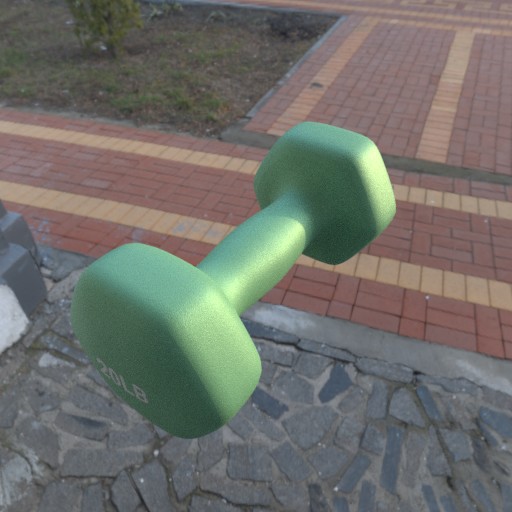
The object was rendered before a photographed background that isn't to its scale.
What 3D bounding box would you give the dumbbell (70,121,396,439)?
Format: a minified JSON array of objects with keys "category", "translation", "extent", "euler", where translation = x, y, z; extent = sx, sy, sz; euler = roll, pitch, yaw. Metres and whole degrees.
[{"category":"dumbbell","translation":[0.000,0.000,0.327],"extent":[0.129,0.117,0.260],"euler":[26,47,26]}]
